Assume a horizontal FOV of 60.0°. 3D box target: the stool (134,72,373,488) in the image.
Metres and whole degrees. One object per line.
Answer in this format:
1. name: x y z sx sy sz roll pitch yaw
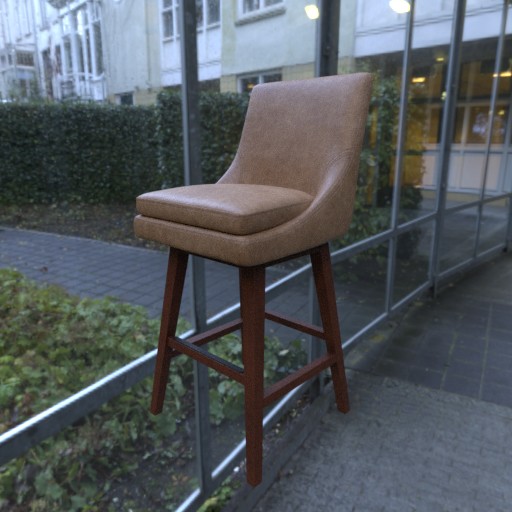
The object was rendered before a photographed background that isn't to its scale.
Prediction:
1. stool: 0.000 0.000 1.379 0.487 1.079 0.572 14 20 41
